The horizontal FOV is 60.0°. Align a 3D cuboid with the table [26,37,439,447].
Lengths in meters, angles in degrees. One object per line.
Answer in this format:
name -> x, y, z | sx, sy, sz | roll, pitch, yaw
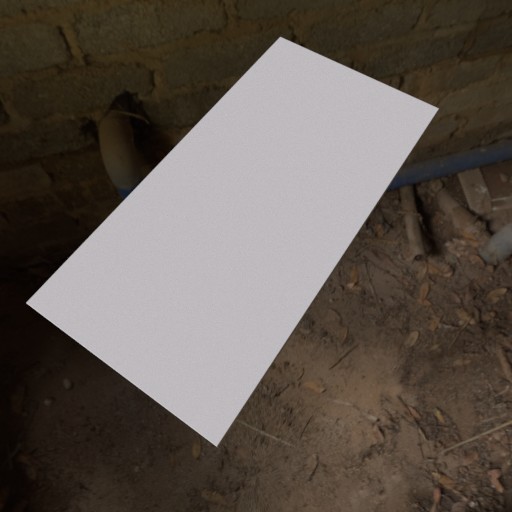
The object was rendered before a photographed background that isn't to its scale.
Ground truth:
table -> 0.000, 0.000, 1.343 | 0.498, 0.660, 0.991 | 31, 68, 14
